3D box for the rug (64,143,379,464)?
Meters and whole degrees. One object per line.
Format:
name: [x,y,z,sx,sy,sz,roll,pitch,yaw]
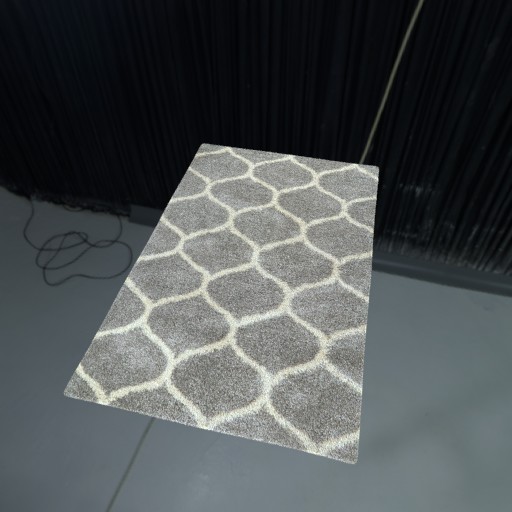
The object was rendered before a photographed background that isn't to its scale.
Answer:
rug: [0.000,0.000,2.937,1.501,0.025,2.348,10,48,9]
